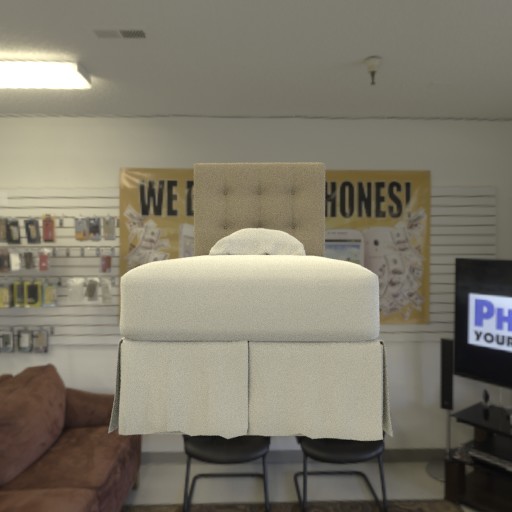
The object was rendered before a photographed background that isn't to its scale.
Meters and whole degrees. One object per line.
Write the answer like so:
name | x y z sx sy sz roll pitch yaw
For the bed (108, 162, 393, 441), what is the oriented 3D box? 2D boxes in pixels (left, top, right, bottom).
bed | 0.000 0.000 2.899 1.261 1.571 1.997 0 1 2
